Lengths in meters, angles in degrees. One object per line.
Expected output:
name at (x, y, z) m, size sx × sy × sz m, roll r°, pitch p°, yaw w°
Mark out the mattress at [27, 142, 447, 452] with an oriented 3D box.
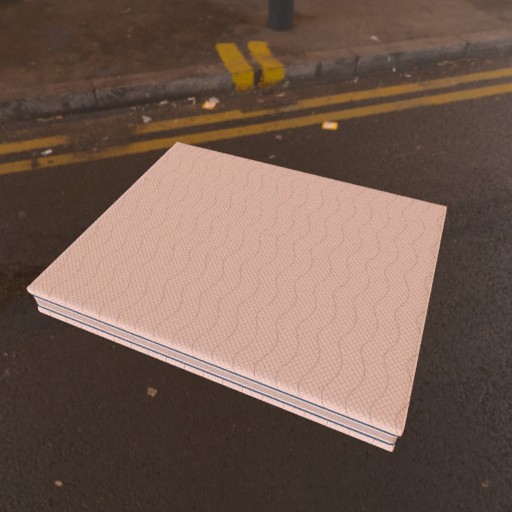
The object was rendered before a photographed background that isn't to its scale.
mattress at (0.000, 0.000, 2.688) m, size 2.000 × 0.230 × 1.600 m, roll 17°, pitch 48°, yaw 16°
